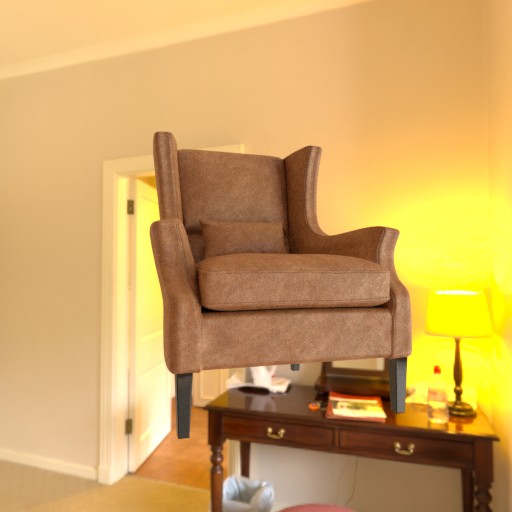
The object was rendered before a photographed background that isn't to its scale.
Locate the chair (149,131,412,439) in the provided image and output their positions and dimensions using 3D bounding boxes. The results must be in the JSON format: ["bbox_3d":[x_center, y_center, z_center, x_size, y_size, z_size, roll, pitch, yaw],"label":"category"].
[{"bbox_3d":[0.000,0.000,1.725,0.853,1.016,0.926,1,-2,-18],"label":"chair"}]
